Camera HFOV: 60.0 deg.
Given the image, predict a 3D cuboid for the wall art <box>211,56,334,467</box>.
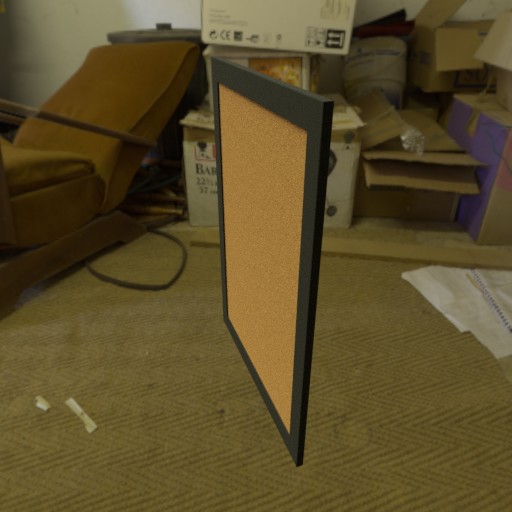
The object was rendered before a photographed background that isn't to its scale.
[{"bbox_3d":[0.000,0.000,0.684,0.012,0.529,0.374,-11,32,-18],"label":"wall art"}]
